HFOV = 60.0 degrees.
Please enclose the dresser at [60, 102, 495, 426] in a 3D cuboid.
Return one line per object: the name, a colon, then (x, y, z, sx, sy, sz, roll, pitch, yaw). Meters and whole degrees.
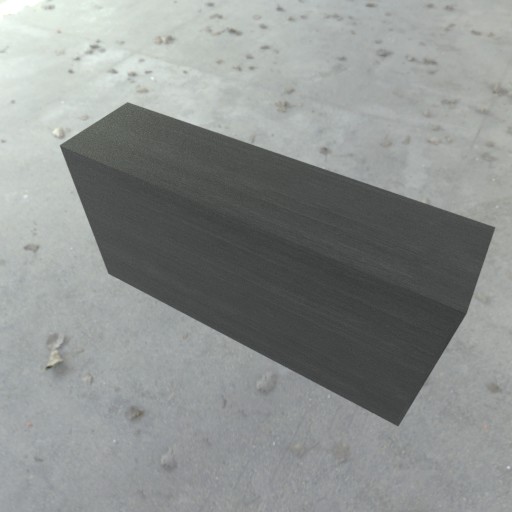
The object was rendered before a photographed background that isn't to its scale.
dresser: (0.000, 0.000, 1.905, 1.590, 0.795, 0.400, 24, 52, 20)
